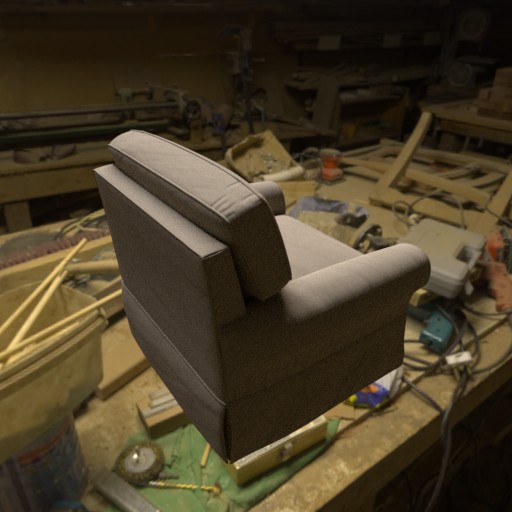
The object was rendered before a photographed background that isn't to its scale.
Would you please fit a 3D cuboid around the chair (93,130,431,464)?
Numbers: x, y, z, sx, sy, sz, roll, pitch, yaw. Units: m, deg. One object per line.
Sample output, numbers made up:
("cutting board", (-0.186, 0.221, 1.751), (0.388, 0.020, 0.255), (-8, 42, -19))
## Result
("chair", (0.000, 0.000, 1.896), (0.988, 1.017, 1.135), (-19, 34, -30))
